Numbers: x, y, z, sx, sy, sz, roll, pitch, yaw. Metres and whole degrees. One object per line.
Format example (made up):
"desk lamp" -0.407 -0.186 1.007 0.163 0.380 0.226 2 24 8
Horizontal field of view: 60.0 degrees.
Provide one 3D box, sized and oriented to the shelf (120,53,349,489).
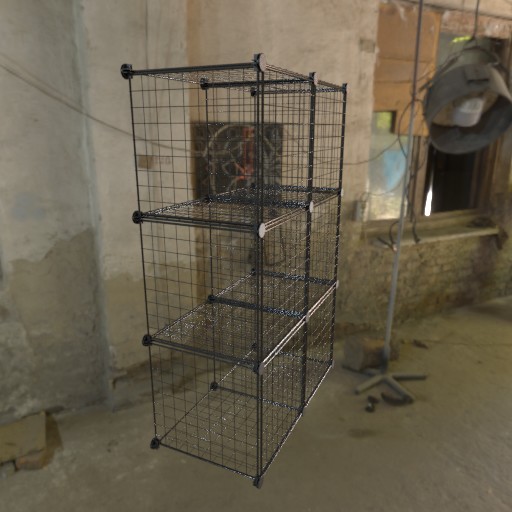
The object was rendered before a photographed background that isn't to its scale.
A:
"shelf" 0.000 0.000 1.404 0.356 1.067 0.711 8 18 25
